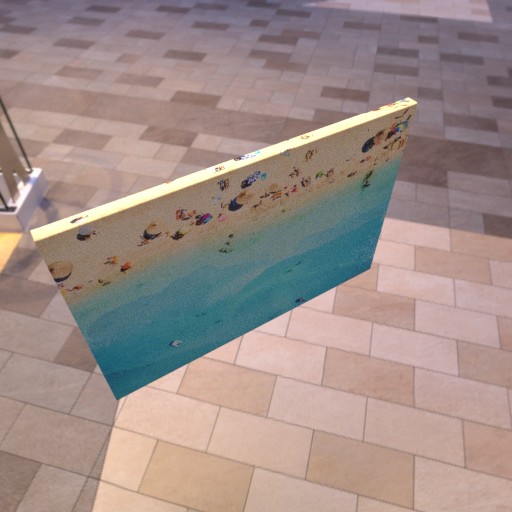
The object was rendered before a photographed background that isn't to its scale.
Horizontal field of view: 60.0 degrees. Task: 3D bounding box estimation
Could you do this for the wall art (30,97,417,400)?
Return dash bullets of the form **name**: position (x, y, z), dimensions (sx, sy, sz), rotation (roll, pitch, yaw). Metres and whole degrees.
- **wall art**: position (0.000, 0.000, 1.440), dimensions (1.136, 0.769, 0.040), rotation (-24, 52, -21)
